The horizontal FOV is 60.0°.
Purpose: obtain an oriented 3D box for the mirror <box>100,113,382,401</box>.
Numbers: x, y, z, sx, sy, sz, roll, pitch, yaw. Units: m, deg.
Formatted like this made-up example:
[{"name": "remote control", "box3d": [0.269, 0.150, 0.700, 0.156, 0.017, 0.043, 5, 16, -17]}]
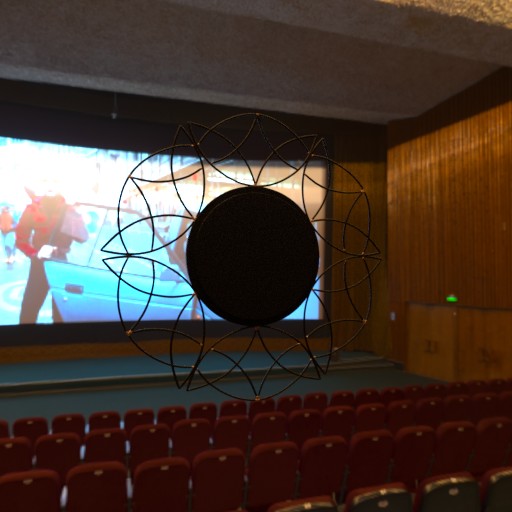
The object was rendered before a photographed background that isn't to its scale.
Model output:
[{"name": "mirror", "box3d": [0.000, 0.000, 1.201, 0.797, 0.775, 0.028, 1, -2, -18]}]
